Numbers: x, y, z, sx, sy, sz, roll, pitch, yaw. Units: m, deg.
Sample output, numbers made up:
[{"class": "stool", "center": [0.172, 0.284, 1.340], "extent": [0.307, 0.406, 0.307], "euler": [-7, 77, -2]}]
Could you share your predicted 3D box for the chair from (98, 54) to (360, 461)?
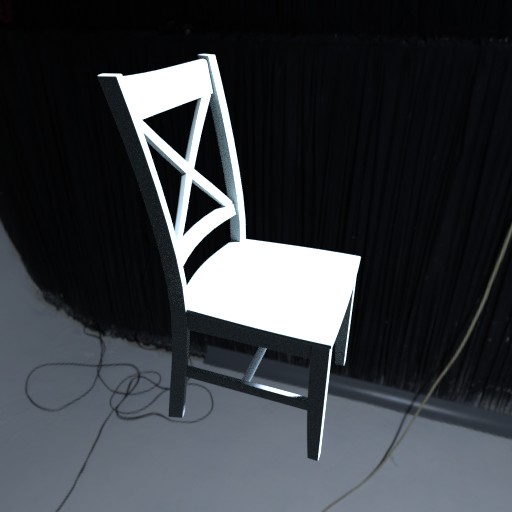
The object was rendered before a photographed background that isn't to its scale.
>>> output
[{"class": "chair", "center": [0.000, 0.000, 1.245], "extent": [0.542, 0.983, 0.485], "euler": [10, 31, 17]}]
